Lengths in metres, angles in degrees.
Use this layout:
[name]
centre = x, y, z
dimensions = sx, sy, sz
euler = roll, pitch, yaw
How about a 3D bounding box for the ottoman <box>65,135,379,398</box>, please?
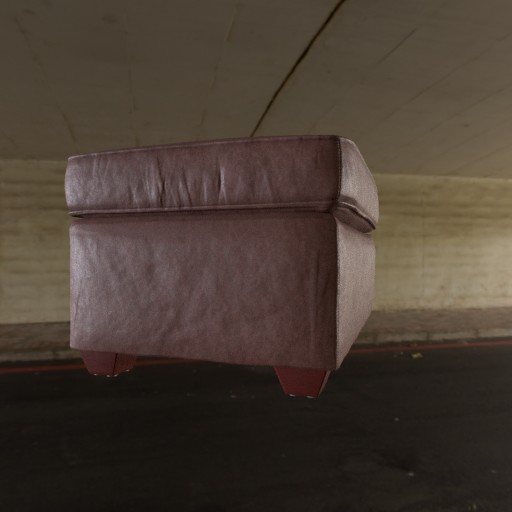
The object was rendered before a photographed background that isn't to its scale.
[ottoman]
centre = 0.000, 0.000, 1.081
dimensions = 0.548, 0.449, 0.749
euler = 0, 0, 19
